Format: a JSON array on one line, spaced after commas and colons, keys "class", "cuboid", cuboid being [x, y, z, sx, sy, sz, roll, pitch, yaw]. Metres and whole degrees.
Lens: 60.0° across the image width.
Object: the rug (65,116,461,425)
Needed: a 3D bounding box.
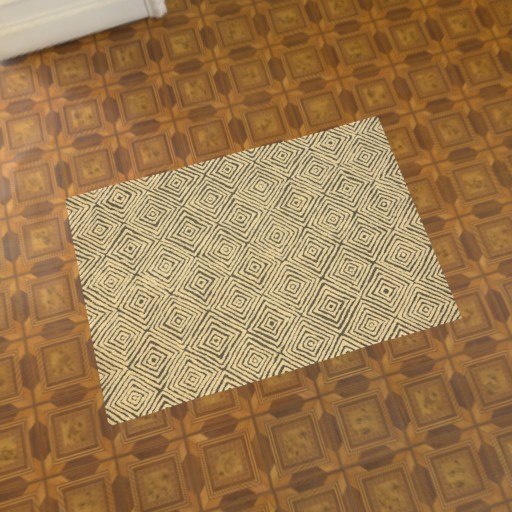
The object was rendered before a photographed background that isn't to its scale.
[{"class": "rug", "cuboid": [0.000, 0.000, 2.249, 1.750, 0.004, 1.177, -16, 75, -4]}]
